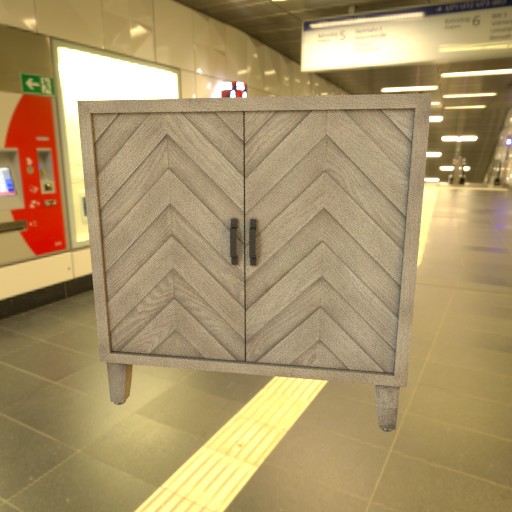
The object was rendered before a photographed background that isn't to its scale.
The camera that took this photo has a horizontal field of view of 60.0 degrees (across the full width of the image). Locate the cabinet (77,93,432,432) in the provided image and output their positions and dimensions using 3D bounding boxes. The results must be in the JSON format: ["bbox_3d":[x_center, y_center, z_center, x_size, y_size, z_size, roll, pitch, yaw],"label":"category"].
[{"bbox_3d":[0.000,0.000,1.216,0.781,0.787,0.370,2,13,9],"label":"cabinet"}]
